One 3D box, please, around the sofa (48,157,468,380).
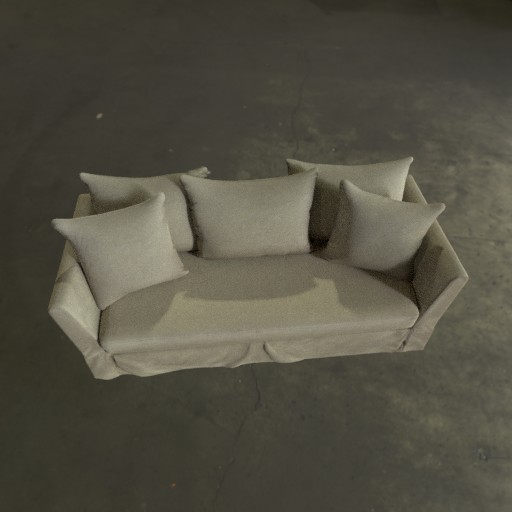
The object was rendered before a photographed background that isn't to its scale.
[{"bbox_3d":[0.000,0.000,2.868,2.290,1.034,1.031,-4,47,-4],"label":"sofa"}]
